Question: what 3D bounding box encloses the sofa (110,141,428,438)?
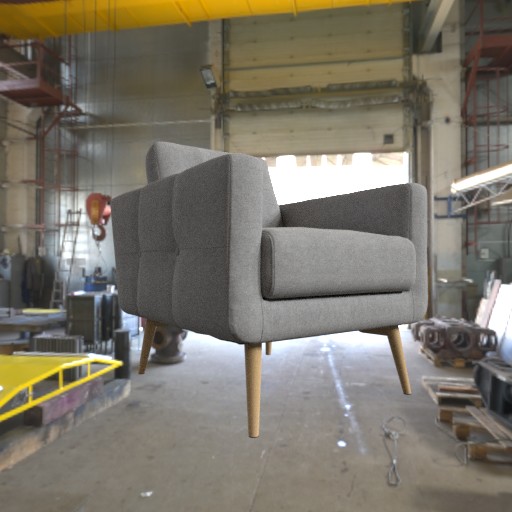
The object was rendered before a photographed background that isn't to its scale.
[{"bbox_3d":[0.000,0.000,1.547,0.770,0.860,0.920,1,-1,-35],"label":"sofa"}]
